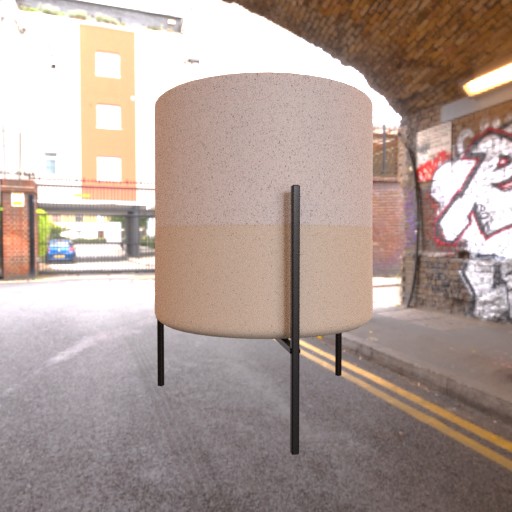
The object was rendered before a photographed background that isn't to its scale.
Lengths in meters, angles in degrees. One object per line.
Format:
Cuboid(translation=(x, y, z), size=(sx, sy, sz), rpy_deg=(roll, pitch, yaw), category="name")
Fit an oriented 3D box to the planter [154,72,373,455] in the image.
Cuboid(translation=(0.000, 0.000, 0.655), size=(0.335, 0.423, 0.313), rpy_deg=(1, 2, 19), category="planter")
